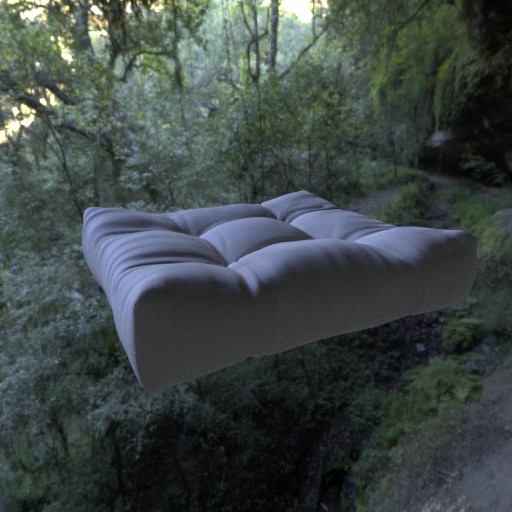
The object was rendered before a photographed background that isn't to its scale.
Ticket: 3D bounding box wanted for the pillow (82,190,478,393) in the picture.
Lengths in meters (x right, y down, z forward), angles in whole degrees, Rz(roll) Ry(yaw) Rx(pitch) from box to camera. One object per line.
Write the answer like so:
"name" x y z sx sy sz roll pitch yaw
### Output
"pillow" 0.000 0.000 0.716 0.490 0.128 0.468 -9 20 -25
